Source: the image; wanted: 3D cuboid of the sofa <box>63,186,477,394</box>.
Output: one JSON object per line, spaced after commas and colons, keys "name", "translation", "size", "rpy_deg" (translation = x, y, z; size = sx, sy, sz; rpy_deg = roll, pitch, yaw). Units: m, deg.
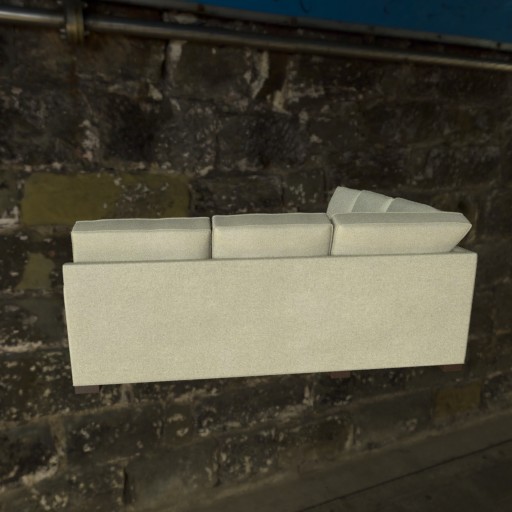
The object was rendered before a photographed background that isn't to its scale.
{"name": "sofa", "translation": [0.000, 0.000, 3.384], "size": [2.211, 0.936, 2.188], "rpy_deg": [-2, 13, -7]}
